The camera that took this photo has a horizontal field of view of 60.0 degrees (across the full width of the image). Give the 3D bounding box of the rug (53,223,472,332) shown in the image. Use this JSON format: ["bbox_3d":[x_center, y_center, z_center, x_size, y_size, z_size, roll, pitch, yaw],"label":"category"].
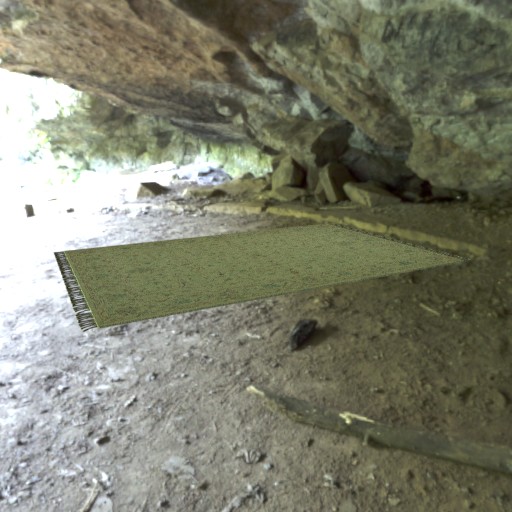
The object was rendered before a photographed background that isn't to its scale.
[{"bbox_3d":[0.000,0.000,3.027,2.435,0.010,1.544,-8,16,-27],"label":"rug"}]
